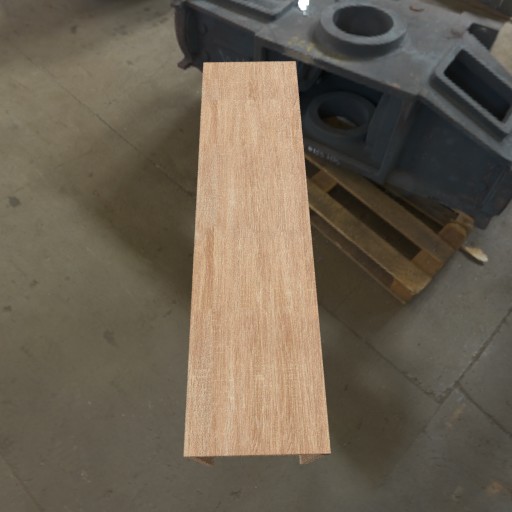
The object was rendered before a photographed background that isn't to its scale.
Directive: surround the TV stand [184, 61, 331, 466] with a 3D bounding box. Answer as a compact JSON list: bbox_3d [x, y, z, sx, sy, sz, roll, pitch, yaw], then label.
[{"bbox_3d":[0.000,0.000,1.736,0.398,0.610,1.466,-1,62,-1],"label":"TV stand"}]
